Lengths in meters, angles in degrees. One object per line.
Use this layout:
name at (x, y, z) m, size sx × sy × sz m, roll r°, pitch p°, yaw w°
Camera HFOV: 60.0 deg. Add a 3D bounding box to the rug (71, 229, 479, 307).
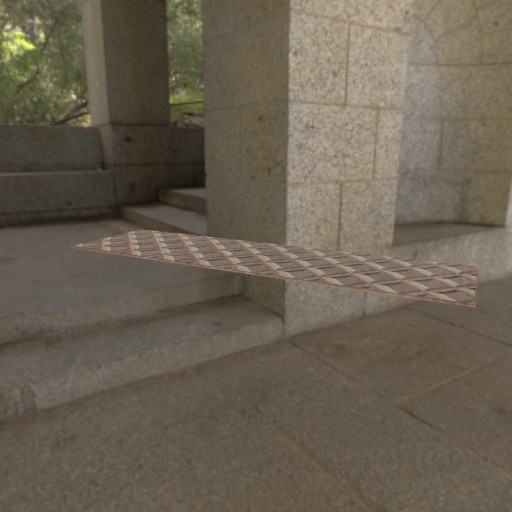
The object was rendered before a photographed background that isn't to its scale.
rug at (0.000, 0.000, 2.711) m, size 2.437 × 0.013 × 0.685 m, roll 7°, pitch 16°, yaw 26°
